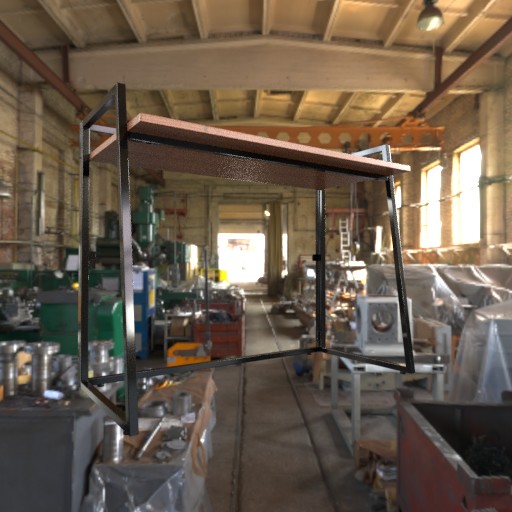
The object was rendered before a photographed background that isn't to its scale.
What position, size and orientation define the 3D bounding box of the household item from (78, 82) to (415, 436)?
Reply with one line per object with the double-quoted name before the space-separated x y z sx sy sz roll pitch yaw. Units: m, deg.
"household item" 0.000 0.000 1.522 1.050 0.860 0.510 1 -1 -34
